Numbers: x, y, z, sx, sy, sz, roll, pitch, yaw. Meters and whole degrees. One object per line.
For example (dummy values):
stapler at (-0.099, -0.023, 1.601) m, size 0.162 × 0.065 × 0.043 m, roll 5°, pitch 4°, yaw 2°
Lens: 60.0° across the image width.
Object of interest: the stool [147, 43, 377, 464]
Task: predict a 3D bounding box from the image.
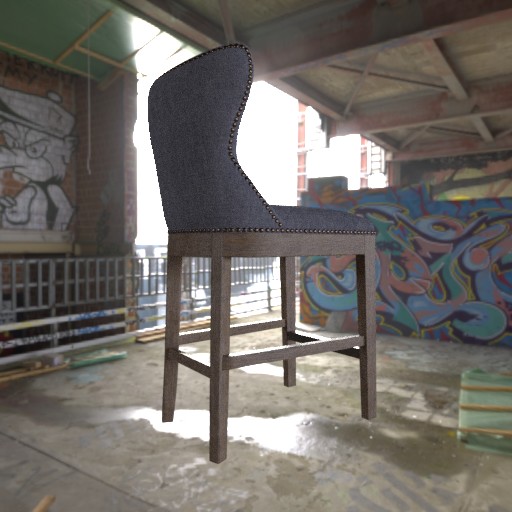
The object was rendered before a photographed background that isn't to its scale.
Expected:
stool at (0.000, 0.000, 1.312) m, size 0.608 × 0.981 × 0.498 m, roll -1°, pitch 2°, yaw -35°
